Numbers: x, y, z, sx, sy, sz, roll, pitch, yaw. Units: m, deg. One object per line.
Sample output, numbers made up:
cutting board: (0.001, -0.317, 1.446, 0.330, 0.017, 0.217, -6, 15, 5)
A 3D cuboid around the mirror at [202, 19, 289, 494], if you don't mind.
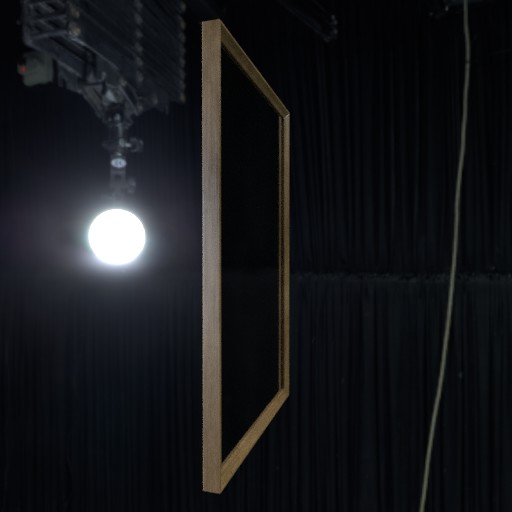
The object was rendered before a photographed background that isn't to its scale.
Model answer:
mirror: (0.000, 0.000, 1.150, 0.041, 0.915, 0.609, 0, 1, 17)
